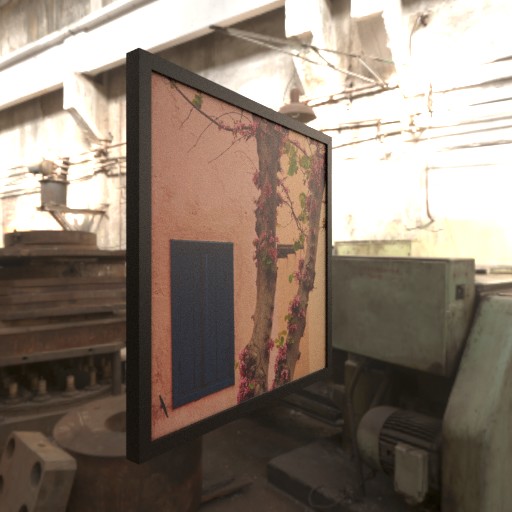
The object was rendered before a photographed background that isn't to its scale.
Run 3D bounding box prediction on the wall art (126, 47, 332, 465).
[{"bbox_3d":[0.000,0.000,1.124,0.038,0.762,0.762,0,0,37],"label":"wall art"}]
